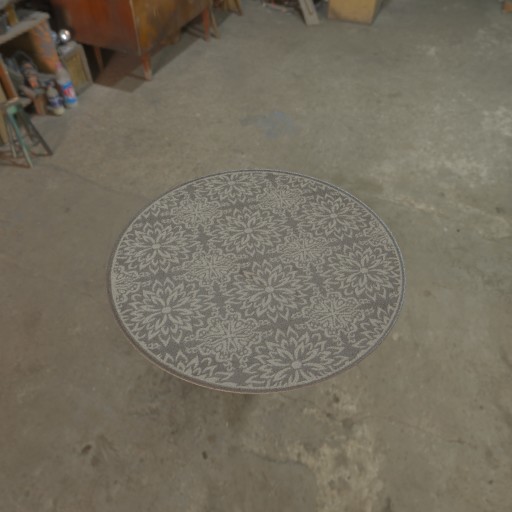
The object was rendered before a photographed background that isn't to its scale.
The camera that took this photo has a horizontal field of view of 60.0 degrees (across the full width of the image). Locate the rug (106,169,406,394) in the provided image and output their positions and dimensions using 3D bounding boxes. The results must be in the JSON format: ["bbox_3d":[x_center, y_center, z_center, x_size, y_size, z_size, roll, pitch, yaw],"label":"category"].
[{"bbox_3d":[0.000,0.000,2.413,1.593,0.012,1.593,0,47,0],"label":"rug"}]
